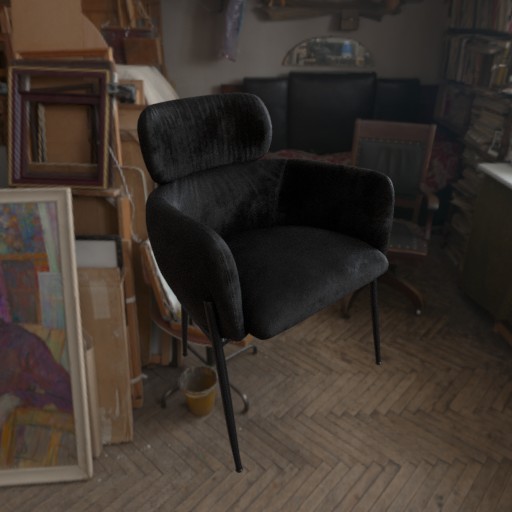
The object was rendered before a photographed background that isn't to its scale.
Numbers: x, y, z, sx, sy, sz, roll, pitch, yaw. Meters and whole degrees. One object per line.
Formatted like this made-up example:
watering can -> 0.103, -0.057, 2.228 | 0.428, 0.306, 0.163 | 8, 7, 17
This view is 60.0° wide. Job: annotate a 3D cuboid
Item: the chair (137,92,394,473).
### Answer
chair -> 0.000, 0.000, 1.299 | 0.640, 0.818, 0.604 | -23, 37, -35
